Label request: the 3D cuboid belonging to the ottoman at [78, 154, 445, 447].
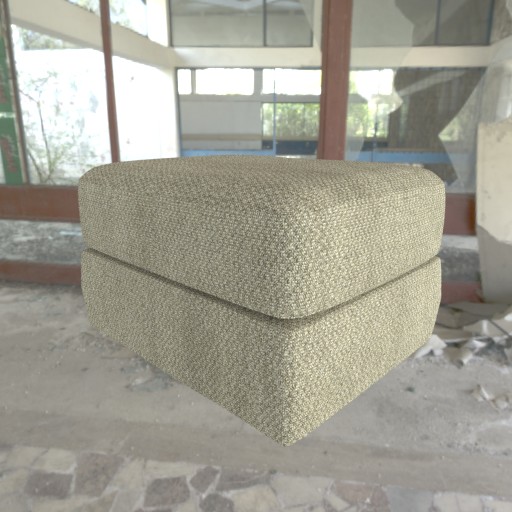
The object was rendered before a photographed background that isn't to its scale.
[{"bbox_3d":[0.000,0.000,1.122,0.751,0.476,0.603,15,22,42],"label":"ottoman"}]
